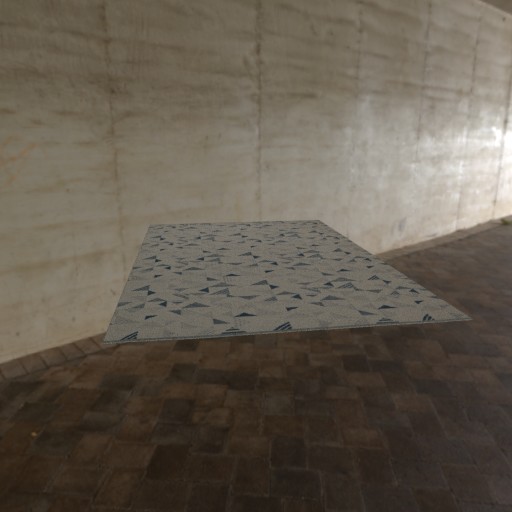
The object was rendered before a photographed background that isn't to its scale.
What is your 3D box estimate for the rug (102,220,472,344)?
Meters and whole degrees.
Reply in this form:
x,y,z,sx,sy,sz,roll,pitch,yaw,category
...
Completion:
x,y,z,sx,sy,sz,roll,pitch,yaw,category
0.000,0.000,2.278,1.206,0.003,1.835,-2,15,-8,rug
